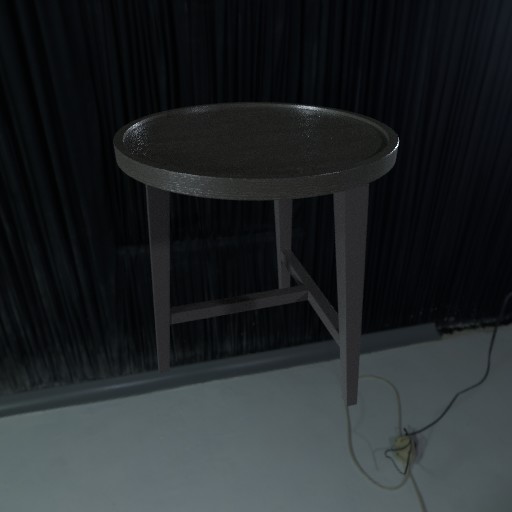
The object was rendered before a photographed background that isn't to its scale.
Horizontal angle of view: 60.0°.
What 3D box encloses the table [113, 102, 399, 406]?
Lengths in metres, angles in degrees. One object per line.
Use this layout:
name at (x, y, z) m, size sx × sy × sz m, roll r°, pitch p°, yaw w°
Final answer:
table at (0.000, 0.000, 0.940) m, size 0.500 × 0.531 × 0.500 m, roll 0°, pitch 30°, yaw 0°
